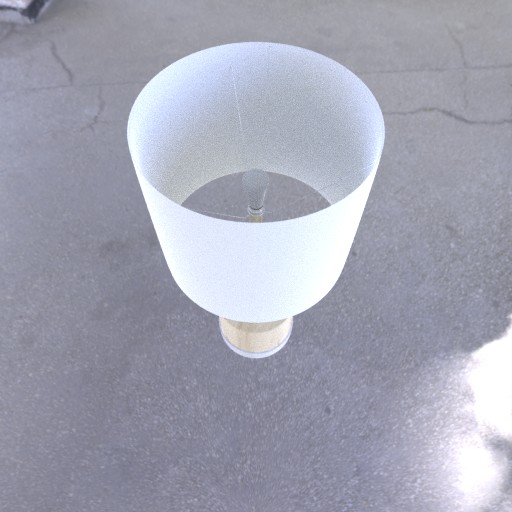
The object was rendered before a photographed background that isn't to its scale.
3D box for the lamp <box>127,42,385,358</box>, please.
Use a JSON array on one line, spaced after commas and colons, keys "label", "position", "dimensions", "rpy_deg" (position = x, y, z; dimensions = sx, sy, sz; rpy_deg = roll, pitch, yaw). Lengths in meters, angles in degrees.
[{"label": "lamp", "position": [0.000, 0.000, 0.594], "dimensions": [0.229, 0.470, 0.229], "rpy_deg": [14, 60, 8]}]
